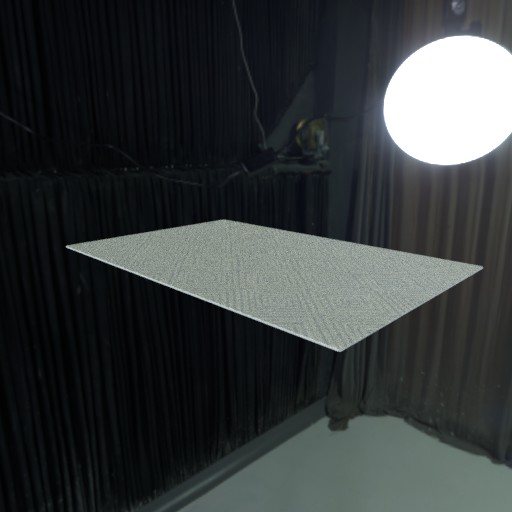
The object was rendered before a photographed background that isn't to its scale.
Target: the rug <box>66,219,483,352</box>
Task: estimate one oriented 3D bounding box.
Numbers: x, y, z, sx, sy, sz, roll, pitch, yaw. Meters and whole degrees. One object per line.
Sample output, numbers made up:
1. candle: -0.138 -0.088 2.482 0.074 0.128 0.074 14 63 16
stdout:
1. rug: 0.000 0.000 2.195 1.753 0.008 1.143 14 20 42
